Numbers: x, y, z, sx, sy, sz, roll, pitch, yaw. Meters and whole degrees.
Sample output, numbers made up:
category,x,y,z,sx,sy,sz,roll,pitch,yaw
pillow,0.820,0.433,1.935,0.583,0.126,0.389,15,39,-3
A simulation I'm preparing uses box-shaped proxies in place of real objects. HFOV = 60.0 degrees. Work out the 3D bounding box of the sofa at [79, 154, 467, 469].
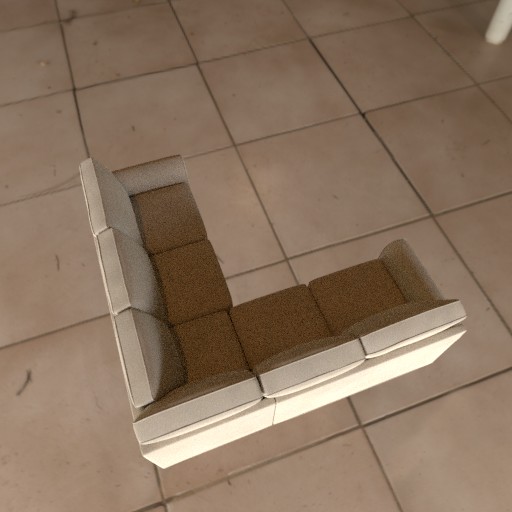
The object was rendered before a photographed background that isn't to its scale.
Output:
category,x,y,z,sx,sy,sz,roll,pitch,yaw
sofa,0.000,0.000,3.846,2.487,1.054,2.569,-18,60,-11
